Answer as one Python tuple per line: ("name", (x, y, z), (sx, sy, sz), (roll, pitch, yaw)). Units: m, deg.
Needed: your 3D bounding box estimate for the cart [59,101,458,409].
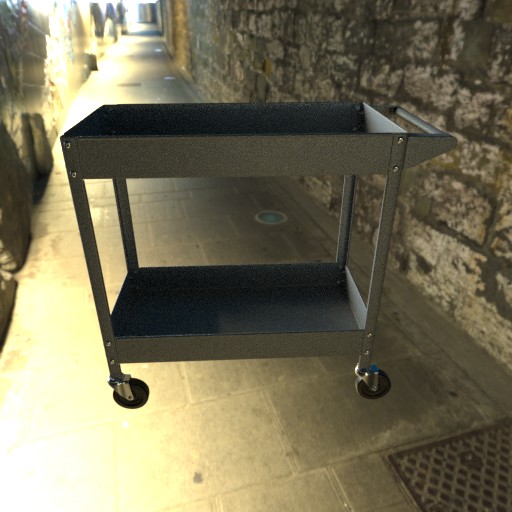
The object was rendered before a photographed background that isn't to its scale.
("cart", (0.000, 0.000, 1.168), (0.779, 0.719, 0.366), (-1, 29, -3))
